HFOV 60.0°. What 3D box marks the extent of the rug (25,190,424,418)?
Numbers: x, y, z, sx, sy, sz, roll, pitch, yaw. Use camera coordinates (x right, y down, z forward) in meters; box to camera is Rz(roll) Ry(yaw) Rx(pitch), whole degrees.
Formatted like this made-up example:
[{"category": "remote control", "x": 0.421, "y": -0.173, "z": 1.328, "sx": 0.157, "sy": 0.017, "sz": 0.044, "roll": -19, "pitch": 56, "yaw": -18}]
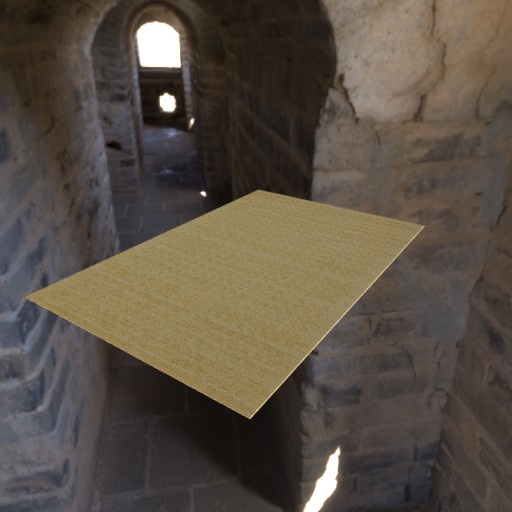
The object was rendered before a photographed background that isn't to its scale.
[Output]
[{"category": "rug", "x": 0.000, "y": 0.000, "z": 2.905, "sx": 1.524, "sy": 0.006, "sz": 2.286, "roll": 17, "pitch": 31, "yaw": 31}]
